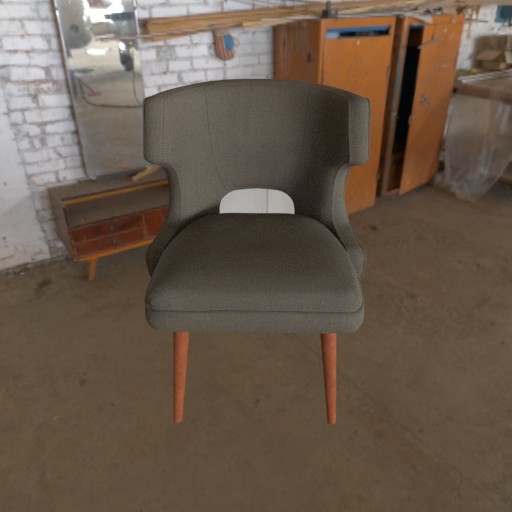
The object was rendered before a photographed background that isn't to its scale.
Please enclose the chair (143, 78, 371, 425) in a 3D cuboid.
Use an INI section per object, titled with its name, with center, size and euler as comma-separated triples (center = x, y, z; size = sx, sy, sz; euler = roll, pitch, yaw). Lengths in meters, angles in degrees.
[chair]
center = 0.000, 0.000, 1.250
size = 0.595, 0.863, 0.581
euler = 0, 30, 1
